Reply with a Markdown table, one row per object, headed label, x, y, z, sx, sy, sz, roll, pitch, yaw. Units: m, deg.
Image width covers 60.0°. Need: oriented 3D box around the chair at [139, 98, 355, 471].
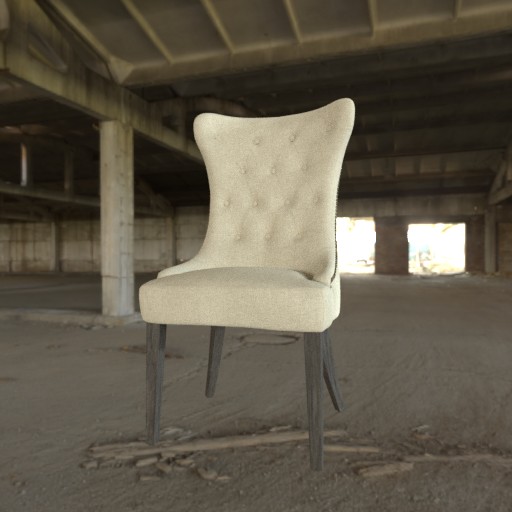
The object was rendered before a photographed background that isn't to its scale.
| label | x | y | z | sx | sy | sz | roll | pitch | yaw |
| --- | --- | --- | --- | --- | --- | --- | --- | --- | --- |
| chair | 0.000 | 0.000 | 1.411 | 0.584 | 1.065 | 0.590 | 0 | 0 | 18 |
